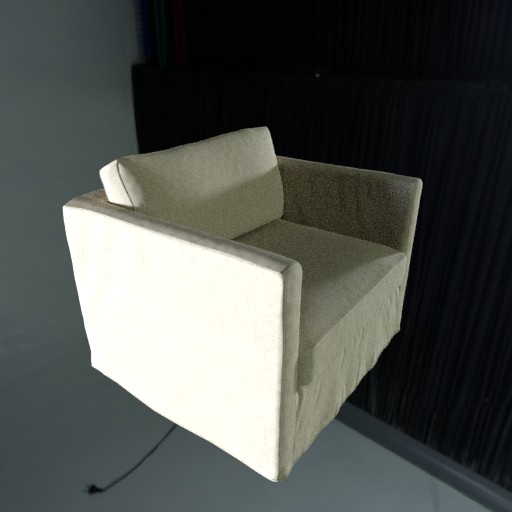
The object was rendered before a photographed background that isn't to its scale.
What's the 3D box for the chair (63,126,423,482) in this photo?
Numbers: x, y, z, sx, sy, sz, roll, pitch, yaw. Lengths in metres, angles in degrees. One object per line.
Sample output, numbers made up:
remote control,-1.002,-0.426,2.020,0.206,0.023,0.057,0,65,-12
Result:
chair,0.000,0.000,1.754,0.949,0.867,1.057,17,30,32
